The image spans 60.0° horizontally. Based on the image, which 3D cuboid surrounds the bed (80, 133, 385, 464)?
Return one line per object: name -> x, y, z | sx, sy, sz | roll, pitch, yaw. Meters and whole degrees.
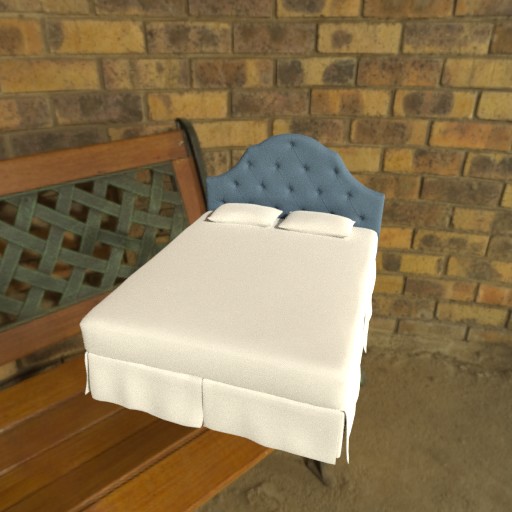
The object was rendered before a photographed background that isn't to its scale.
bed -> 0.000, 0.000, 3.828 | 2.039, 1.617, 2.477 | 8, 28, 16
